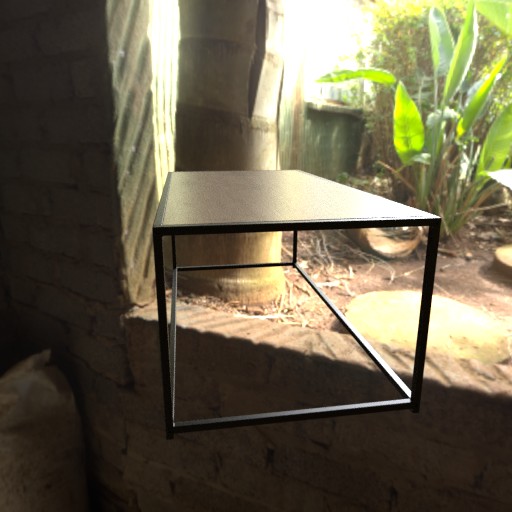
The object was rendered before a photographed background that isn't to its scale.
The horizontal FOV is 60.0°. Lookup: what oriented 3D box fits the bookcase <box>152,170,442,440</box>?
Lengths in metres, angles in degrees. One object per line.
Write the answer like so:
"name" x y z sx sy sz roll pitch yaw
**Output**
"bookcase" 0.000 0.000 1.271 0.500 0.400 1.000 -3 16 -9
